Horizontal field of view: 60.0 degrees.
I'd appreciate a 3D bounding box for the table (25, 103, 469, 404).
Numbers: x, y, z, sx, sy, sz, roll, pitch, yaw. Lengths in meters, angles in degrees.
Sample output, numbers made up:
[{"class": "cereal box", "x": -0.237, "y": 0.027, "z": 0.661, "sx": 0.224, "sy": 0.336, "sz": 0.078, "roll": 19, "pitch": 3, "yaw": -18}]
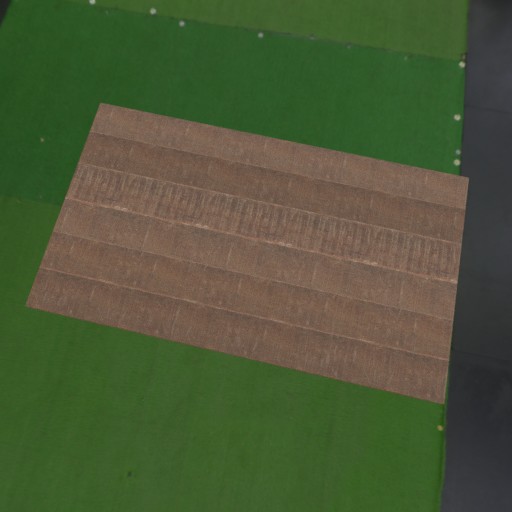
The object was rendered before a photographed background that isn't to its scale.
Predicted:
[{"class": "table", "x": 0.000, "y": 0.000, "z": 1.754, "sx": 1.400, "sy": 0.440, "sz": 0.800, "roll": 12, "pitch": 75, "yaw": 3}]
